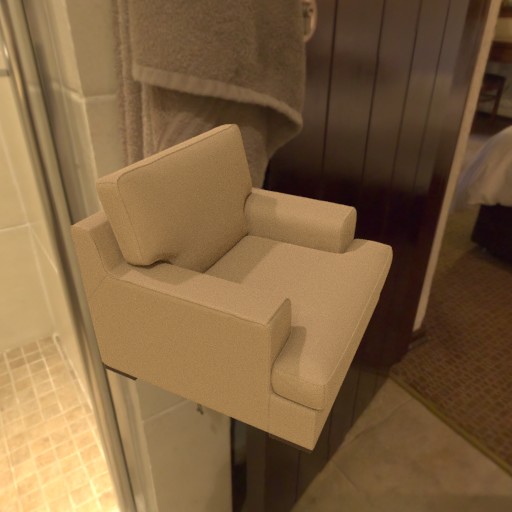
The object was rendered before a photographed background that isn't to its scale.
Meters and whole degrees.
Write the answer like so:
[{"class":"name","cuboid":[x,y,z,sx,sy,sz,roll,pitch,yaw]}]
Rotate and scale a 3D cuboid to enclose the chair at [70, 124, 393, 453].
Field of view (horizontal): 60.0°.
[{"class":"chair","cuboid":[0.000,0.000,2.169,1.274,1.005,1.293,10,31,16]}]
